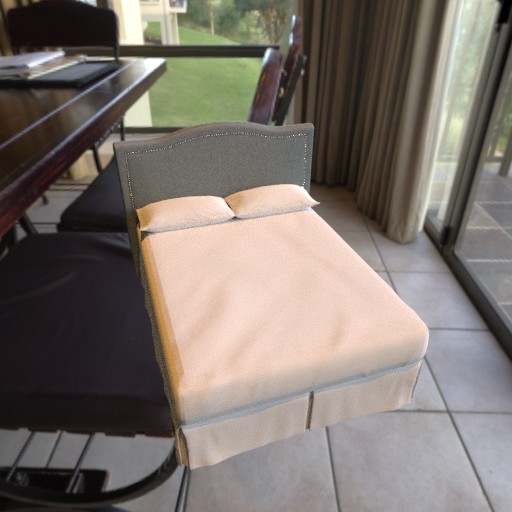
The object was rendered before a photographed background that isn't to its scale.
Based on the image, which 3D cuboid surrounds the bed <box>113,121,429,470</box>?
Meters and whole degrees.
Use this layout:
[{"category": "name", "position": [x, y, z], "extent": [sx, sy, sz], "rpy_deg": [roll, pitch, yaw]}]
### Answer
[{"category": "bed", "position": [0.000, 0.000, 3.307], "extent": [1.753, 1.460, 2.143], "rpy_deg": [-10, 34, -16]}]
